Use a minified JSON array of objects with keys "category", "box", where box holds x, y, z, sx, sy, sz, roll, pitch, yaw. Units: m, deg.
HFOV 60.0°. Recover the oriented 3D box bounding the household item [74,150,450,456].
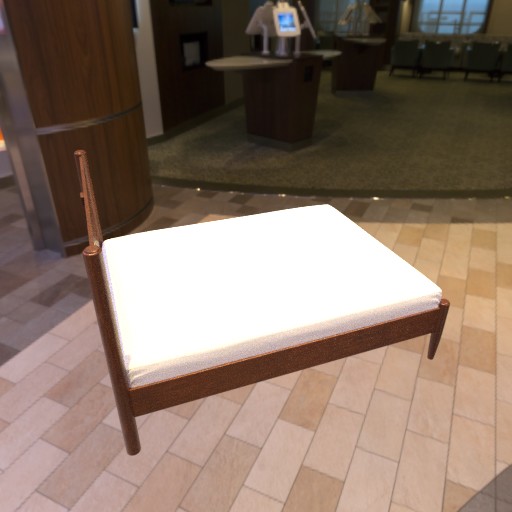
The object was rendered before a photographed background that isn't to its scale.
[{"category":"household item","box":[0.000,0.000,3.257,2.232,1.356,1.663,-11,31,-18]}]
